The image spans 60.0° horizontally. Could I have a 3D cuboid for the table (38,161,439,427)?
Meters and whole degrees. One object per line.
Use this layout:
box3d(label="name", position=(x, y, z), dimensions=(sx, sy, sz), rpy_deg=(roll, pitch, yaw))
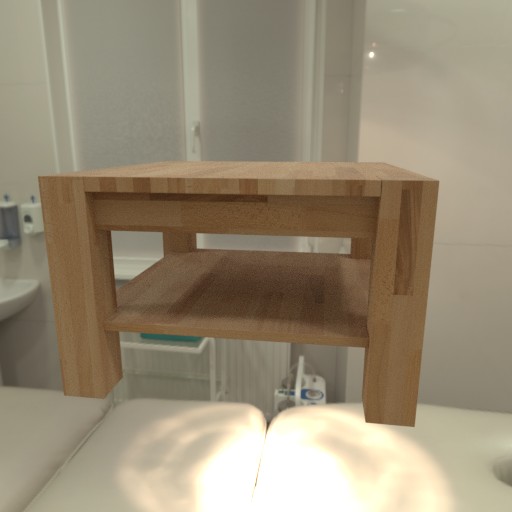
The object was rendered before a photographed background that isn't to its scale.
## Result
box3d(label="table", position=(0.000, 0.000, 1.149), dimensions=(0.700, 0.451, 0.700), rpy_deg=(2, 14, 8))
